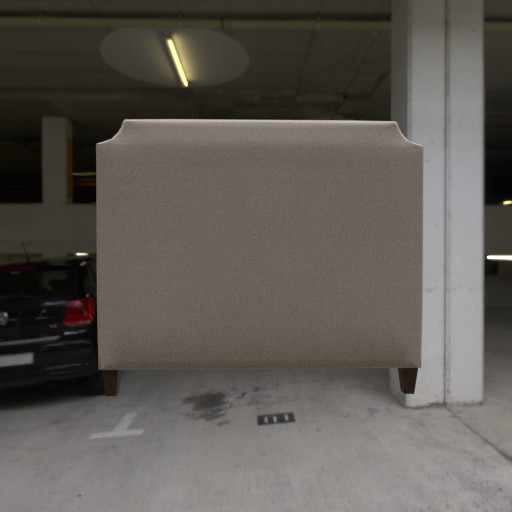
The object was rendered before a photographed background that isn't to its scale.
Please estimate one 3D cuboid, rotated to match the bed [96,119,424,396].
[{"bbox_3d":[0.000,0.000,3.454,1.713,1.443,2.372,0,1,-1],"label":"bed"}]
